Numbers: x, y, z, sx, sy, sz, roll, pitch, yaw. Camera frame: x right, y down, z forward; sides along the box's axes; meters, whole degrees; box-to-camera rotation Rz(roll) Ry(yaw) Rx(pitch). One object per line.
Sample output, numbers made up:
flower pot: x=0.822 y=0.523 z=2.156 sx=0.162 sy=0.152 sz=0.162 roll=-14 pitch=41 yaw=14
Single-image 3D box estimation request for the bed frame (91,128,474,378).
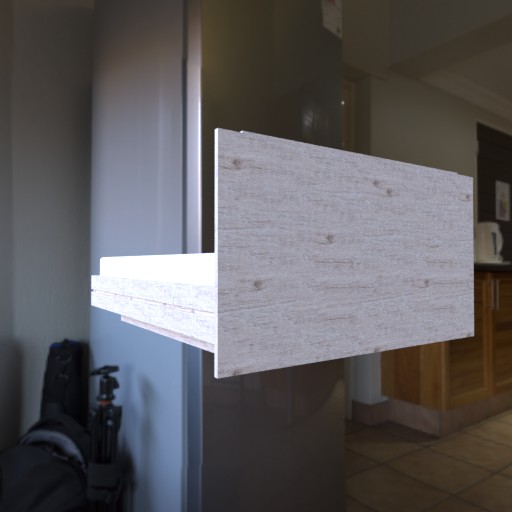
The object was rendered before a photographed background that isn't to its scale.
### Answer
bed frame: x=0.000 y=0.000 z=3.037 sx=1.750 sy=0.970 sz=2.080 roll=1 pitch=-1 yaw=-34
